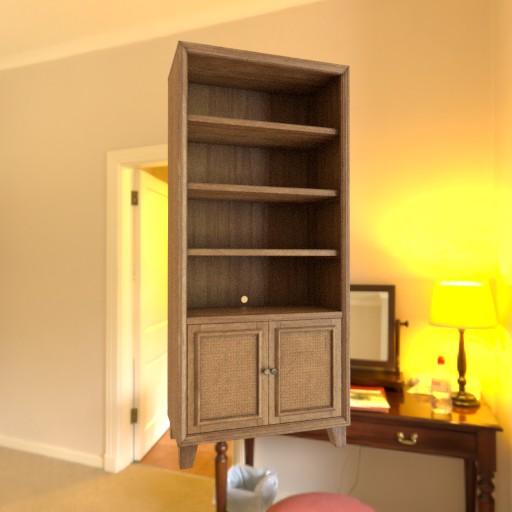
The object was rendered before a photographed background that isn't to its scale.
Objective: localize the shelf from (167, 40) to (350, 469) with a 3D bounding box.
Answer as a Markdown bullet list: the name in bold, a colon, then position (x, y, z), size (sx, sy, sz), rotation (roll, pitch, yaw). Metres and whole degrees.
- **shelf**: position (0.000, 0.000, 2.313), size (0.864, 1.930, 0.453), rotation (0, -1, -18)
